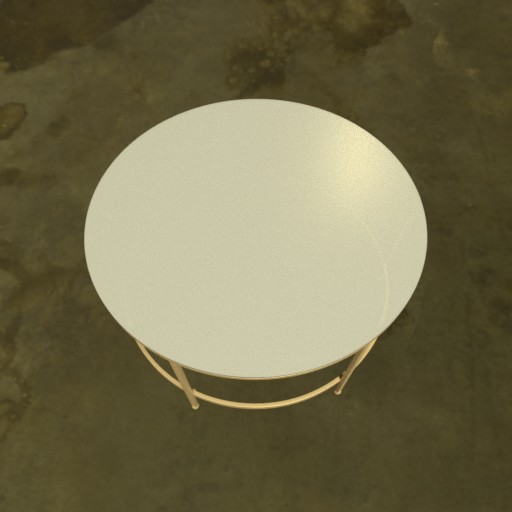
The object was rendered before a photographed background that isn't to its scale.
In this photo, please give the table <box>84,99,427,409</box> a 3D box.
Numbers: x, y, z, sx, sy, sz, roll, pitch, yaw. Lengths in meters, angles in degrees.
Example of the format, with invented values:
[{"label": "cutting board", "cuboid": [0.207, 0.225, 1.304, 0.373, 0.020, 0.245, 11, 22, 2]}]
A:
[{"label": "table", "cuboid": [0.000, 0.000, 1.403, 0.914, 0.470, 0.914, 0, 58, 0]}]
